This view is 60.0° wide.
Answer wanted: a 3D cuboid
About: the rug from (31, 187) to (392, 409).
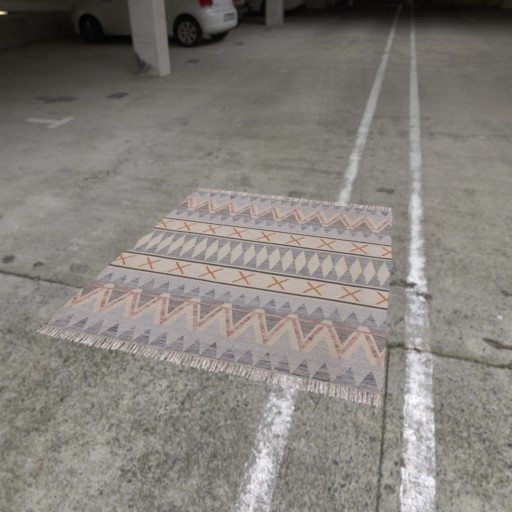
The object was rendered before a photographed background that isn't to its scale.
[{"bbox_3d":[0.000,0.000,4.016,2.371,0.012,3.000,8,30,14],"label":"rug"}]
